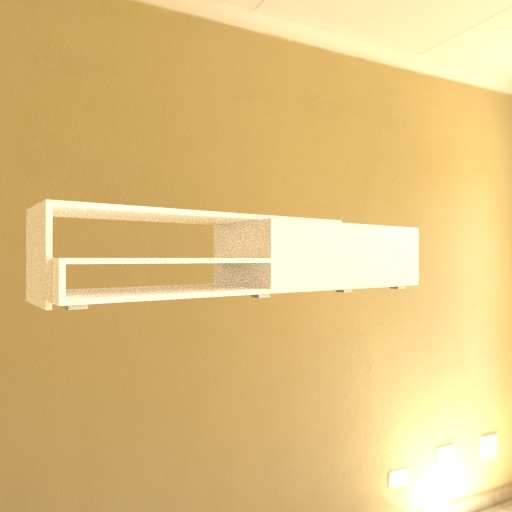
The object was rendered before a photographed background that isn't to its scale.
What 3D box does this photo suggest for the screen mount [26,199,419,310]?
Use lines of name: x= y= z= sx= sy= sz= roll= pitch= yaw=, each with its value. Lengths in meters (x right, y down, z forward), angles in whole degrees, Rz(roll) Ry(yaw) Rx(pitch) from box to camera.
screen mount: x=0.000 y=0.000 z=1.872 sx=1.680 sy=0.320 sz=0.420 roll=0 pitch=0 yaw=-36
